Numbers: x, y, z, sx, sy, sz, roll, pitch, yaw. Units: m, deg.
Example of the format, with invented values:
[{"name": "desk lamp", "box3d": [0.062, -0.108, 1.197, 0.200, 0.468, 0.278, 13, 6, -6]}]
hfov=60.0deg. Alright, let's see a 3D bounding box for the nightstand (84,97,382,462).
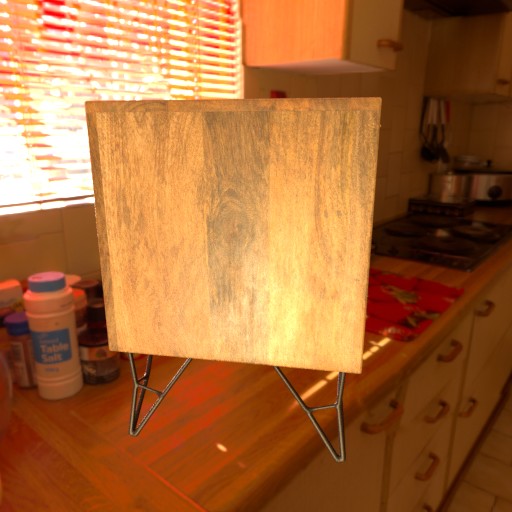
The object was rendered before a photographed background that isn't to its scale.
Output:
[{"name": "nightstand", "box3d": [0.000, 0.000, 0.876, 0.406, 0.559, 0.457, 3, 16, 10]}]
